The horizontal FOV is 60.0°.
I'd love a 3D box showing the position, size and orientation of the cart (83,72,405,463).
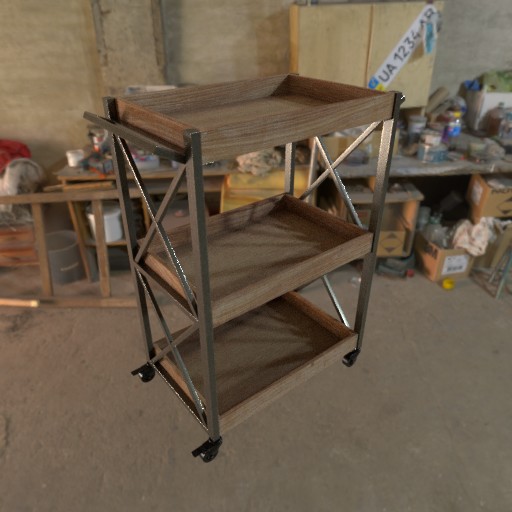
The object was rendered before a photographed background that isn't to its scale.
[{"bbox_3d":[0.000,0.000,1.198,0.673,0.835,0.377,-22,37,-32],"label":"cart"}]
